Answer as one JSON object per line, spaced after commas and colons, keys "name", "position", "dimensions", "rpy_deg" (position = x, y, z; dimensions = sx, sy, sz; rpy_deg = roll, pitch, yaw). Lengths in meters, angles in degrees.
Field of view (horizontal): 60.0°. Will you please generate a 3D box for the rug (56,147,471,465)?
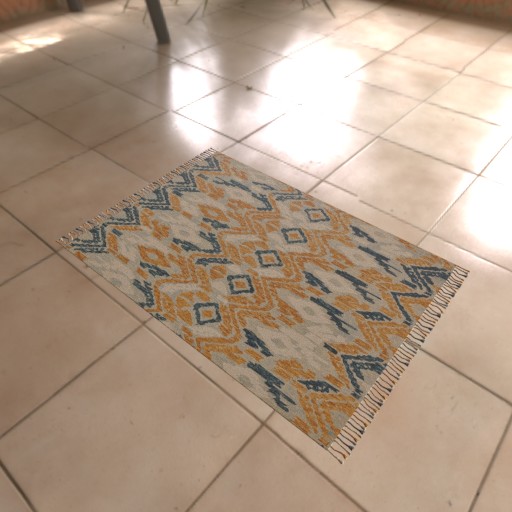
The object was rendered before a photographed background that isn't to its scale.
{"name": "rug", "position": [0.000, 0.000, 2.328], "dimensions": [1.827, 0.008, 1.230], "rpy_deg": [31, 53, 27]}
